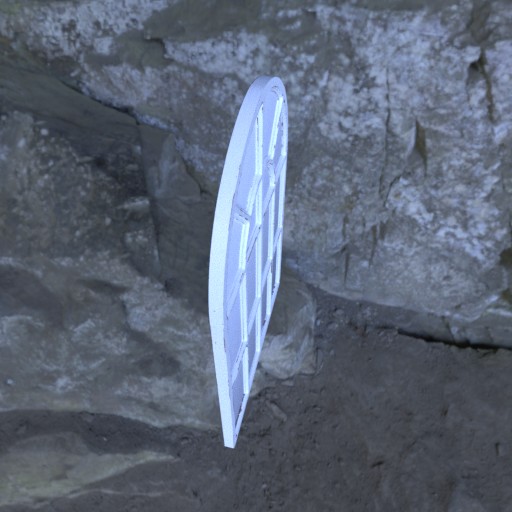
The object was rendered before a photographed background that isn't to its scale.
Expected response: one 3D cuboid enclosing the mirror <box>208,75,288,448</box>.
[{"bbox_3d":[0.000,0.000,1.182,0.032,0.920,0.660,10,46,10],"label":"mirror"}]
